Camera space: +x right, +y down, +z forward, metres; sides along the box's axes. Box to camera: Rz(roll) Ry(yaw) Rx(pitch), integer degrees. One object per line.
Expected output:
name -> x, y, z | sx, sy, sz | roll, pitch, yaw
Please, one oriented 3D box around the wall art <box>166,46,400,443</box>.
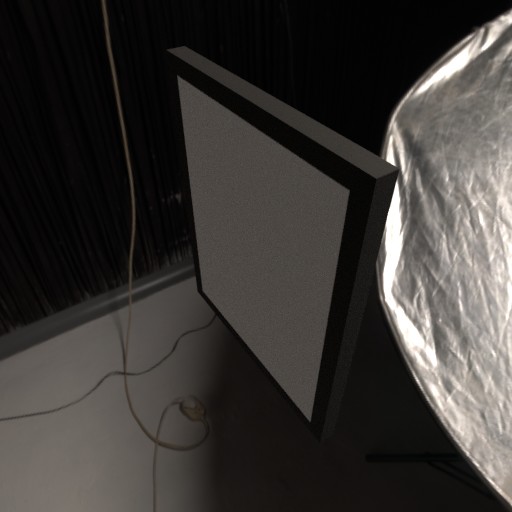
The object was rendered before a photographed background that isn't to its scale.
wall art -> 0.000, 0.000, 0.548 | 0.024, 0.404, 0.329 | -25, 48, -25
